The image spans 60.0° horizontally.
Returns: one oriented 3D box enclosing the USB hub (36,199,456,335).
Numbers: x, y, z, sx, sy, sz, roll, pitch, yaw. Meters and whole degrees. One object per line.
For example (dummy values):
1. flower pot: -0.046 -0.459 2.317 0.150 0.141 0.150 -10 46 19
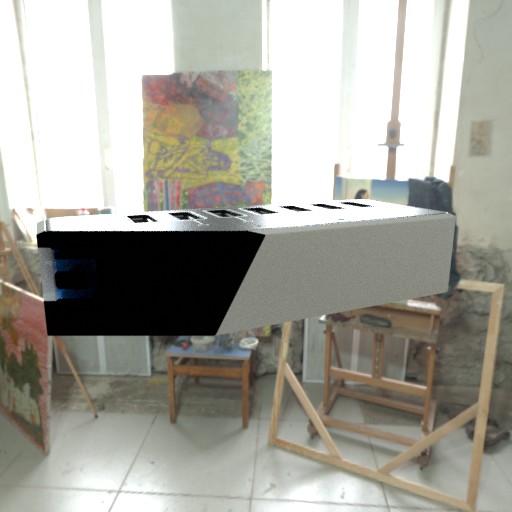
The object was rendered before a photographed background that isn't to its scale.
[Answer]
1. USB hub: 0.000 0.000 0.125 0.110 0.023 0.044 -6 15 -25
